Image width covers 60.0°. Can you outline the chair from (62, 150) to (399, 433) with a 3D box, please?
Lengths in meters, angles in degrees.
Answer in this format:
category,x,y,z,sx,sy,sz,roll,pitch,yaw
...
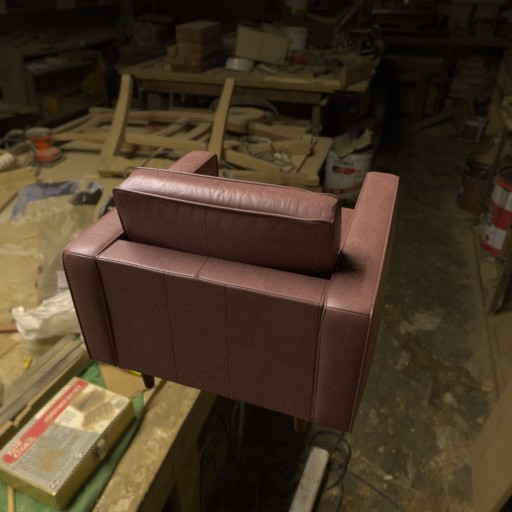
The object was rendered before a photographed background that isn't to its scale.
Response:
category,x,y,z,sx,sy,sz,roll,pitch,yaw
chair,0.000,0.000,1.581,0.920,0.770,0.900,11,34,16
